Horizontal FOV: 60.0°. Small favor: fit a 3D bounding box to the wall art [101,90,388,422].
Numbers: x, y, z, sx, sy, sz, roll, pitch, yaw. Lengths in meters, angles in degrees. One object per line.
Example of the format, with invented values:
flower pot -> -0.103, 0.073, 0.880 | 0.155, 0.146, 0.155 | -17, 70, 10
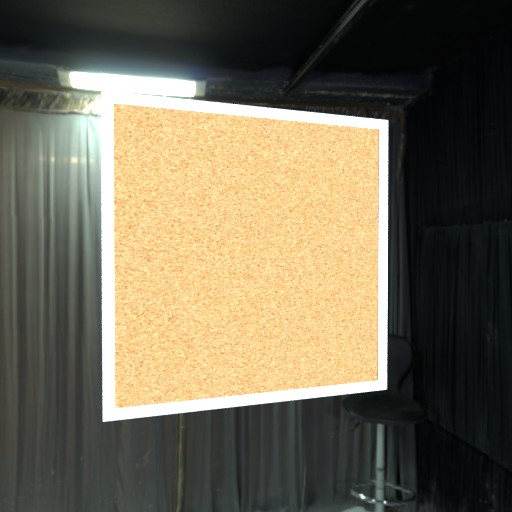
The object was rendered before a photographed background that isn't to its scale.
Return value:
wall art -> 0.000, 0.000, 0.771 | 0.506, 0.505, 0.038 | 0, 1, -18
